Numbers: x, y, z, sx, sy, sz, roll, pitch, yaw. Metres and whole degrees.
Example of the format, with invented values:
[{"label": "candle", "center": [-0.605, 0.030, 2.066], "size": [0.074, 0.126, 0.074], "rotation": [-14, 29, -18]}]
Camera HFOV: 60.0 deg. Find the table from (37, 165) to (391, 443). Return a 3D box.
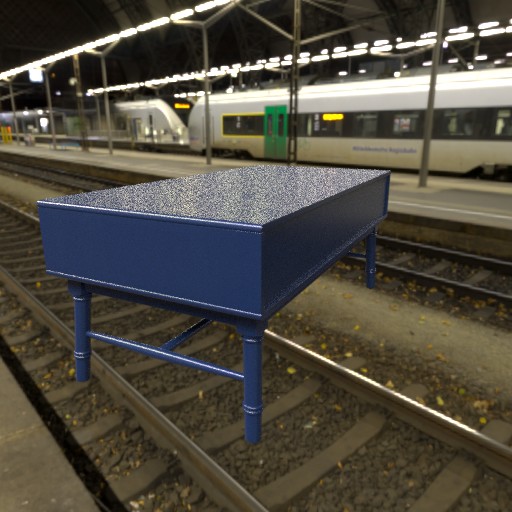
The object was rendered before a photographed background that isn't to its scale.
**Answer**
[{"label": "table", "center": [0.000, 0.000, 1.370], "size": [0.572, 0.457, 1.067], "rotation": [8, 18, 26]}]
